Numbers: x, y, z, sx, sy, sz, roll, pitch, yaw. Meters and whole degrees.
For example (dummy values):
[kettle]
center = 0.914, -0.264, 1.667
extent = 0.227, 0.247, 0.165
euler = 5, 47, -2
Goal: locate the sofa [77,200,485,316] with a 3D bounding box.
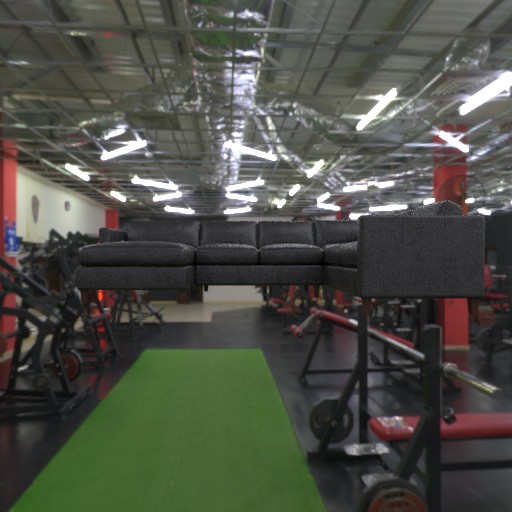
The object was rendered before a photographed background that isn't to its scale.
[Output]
[sofa]
center = 0.000, 0.000, 4.444
extent = 3.324, 0.891, 2.452
euler = 0, 0, -2
